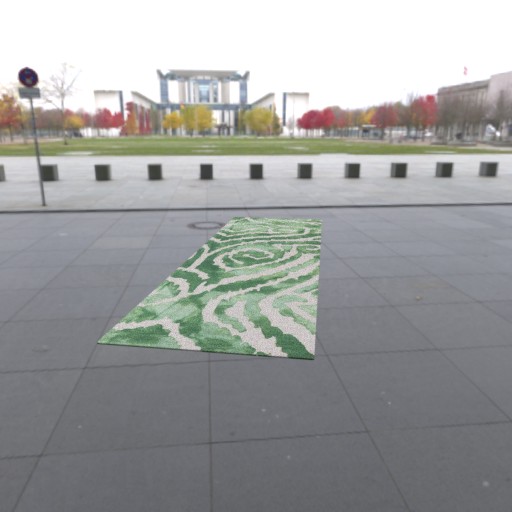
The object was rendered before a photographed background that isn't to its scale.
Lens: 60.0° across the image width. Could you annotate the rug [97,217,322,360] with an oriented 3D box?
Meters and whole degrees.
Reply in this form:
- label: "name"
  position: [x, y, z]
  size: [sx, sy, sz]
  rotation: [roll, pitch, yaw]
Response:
- label: "rug"
  position: [0.000, 0.000, 2.665]
  size: [0.761, 0.006, 2.438]
  rotation: [2, 16, 8]
